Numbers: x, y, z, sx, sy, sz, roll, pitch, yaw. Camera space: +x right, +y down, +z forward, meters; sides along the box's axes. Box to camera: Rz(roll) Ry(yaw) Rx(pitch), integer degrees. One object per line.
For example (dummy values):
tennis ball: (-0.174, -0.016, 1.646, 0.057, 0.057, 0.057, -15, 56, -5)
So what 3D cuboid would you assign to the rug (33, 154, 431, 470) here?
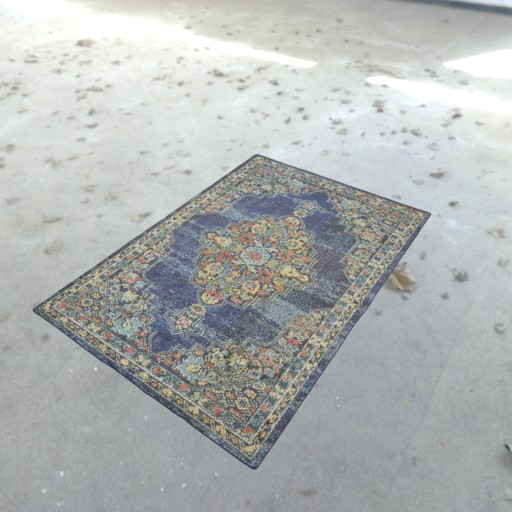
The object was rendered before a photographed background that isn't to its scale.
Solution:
rug: (0.000, 0.000, 3.769, 2.053, 0.011, 2.940, 25, 47, 26)
